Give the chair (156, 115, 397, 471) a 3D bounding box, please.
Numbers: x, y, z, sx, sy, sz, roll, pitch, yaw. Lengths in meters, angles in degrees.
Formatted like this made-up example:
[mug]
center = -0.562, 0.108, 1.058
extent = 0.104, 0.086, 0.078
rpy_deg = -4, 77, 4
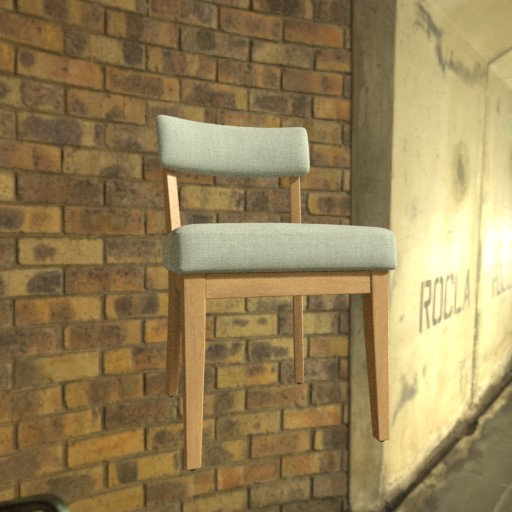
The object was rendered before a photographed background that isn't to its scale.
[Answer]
[chair]
center = 0.000, 0.000, 1.181
extent = 0.508, 0.832, 0.572
rpy_deg = 0, 1, -18
